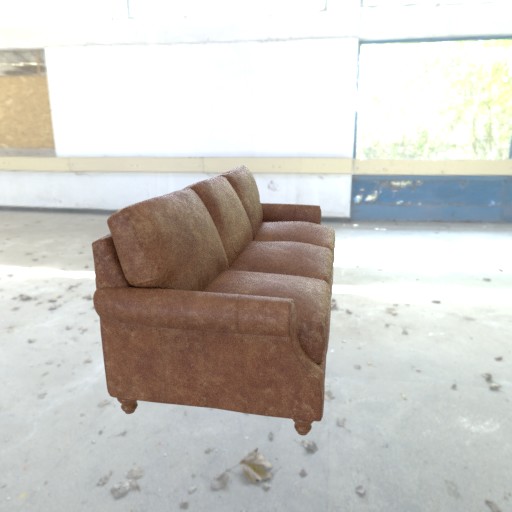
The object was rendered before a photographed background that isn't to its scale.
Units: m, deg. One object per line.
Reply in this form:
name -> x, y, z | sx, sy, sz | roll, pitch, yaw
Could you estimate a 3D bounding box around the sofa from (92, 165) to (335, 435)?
sofa -> 0.000, 0.000, 2.802 | 0.973, 0.977, 2.351 | 3, 16, 10
